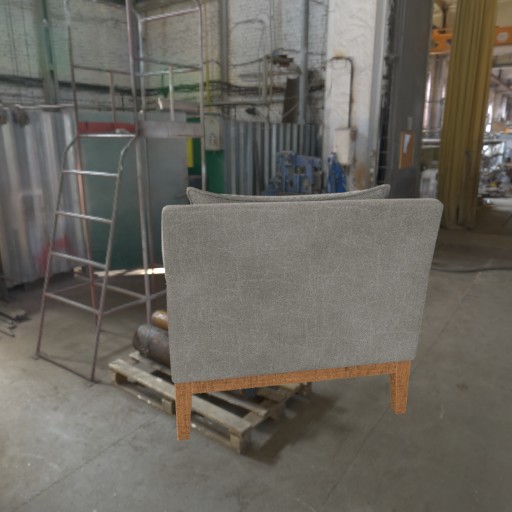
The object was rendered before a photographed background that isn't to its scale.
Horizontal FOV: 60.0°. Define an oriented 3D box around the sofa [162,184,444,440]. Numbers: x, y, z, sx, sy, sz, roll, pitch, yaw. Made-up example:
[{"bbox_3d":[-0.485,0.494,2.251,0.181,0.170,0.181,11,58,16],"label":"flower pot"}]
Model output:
[{"bbox_3d":[0.000,0.000,2.262,0.894,0.859,1.779,-3,15,-10],"label":"sofa"}]
